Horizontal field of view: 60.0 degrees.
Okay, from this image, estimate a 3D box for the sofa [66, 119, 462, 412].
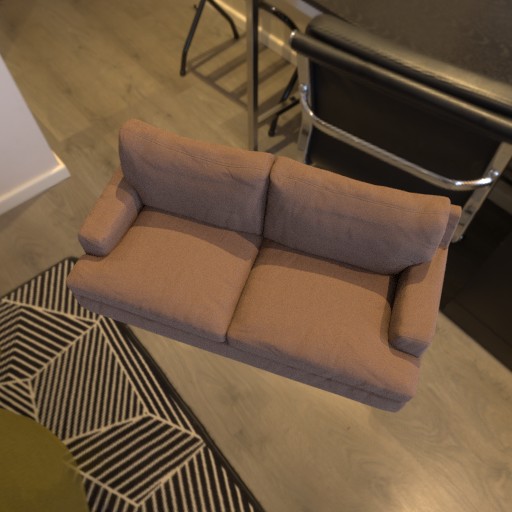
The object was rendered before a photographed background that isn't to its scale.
[{"bbox_3d":[0.000,0.000,2.828,2.274,0.950,1.140,16,60,10],"label":"sofa"}]
